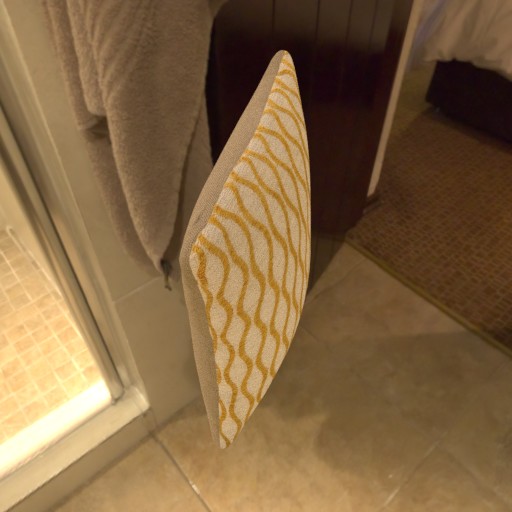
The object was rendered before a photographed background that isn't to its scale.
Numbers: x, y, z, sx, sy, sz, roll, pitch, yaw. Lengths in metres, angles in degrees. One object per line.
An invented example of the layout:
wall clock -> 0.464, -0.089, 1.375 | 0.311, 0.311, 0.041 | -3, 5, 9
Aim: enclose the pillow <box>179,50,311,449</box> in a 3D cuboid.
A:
pillow -> 0.000, 0.000, 0.655 | 0.159, 0.436, 0.429 | 9, 47, 8
